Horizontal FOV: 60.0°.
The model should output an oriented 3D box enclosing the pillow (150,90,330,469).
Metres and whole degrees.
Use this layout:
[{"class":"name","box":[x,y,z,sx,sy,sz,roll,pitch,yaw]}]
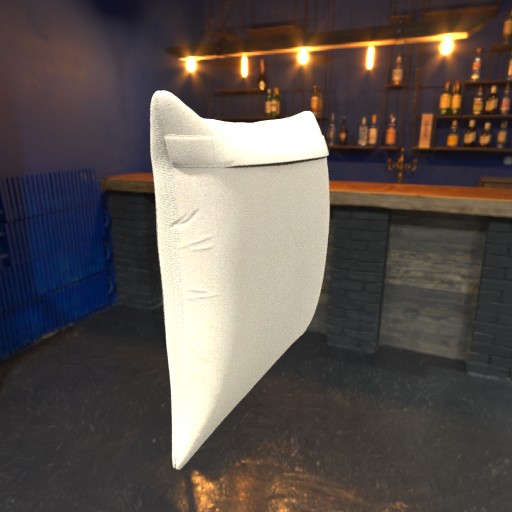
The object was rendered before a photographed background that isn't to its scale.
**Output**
[{"class":"pillow","box":[0.000,0.000,0.623,0.173,0.406,0.405,7,17,25]}]
